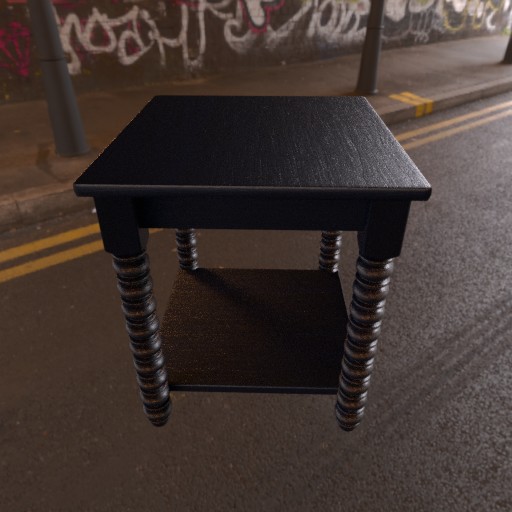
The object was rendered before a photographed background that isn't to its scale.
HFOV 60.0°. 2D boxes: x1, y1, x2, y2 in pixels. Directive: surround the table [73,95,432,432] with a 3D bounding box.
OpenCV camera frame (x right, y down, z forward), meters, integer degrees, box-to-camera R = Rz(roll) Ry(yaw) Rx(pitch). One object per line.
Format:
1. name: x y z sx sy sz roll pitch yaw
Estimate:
1. table: 0.000 0.000 0.984 0.500 0.567 0.533 1 33 1
